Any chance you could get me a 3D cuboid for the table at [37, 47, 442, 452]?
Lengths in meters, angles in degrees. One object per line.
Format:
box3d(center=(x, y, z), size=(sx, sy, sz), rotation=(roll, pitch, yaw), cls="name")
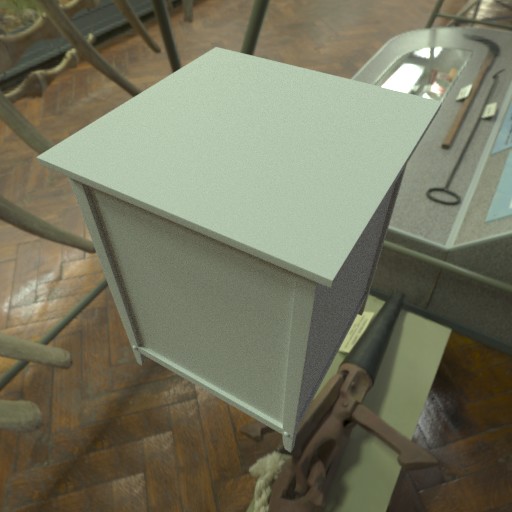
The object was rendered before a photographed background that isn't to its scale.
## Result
box3d(center=(0.000, 0.000, 0.746), size=(0.381, 0.483, 0.381), rotation=(23, 51, 20), cls="table")
